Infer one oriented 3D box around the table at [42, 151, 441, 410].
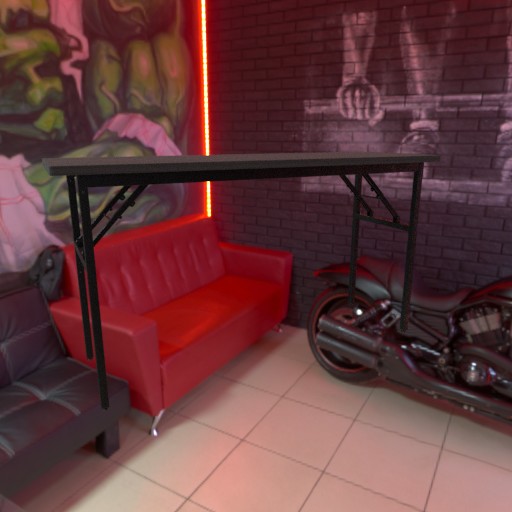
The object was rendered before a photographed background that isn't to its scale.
[{"bbox_3d":[0.000,0.000,1.714,1.399,0.750,0.449,-8,17,-26],"label":"table"}]
